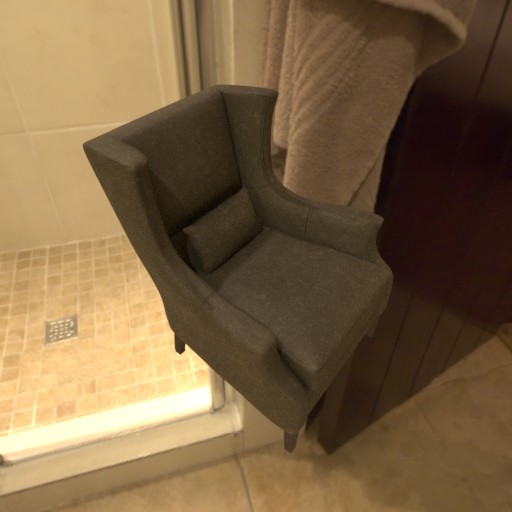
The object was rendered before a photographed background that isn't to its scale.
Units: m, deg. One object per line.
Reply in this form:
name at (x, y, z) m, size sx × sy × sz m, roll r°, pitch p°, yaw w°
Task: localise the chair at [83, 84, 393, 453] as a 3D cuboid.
chair at (0.000, 0.000, 1.741) m, size 0.926 × 1.016 × 0.853 m, roll 26°, pitch 47°, yaw 27°
